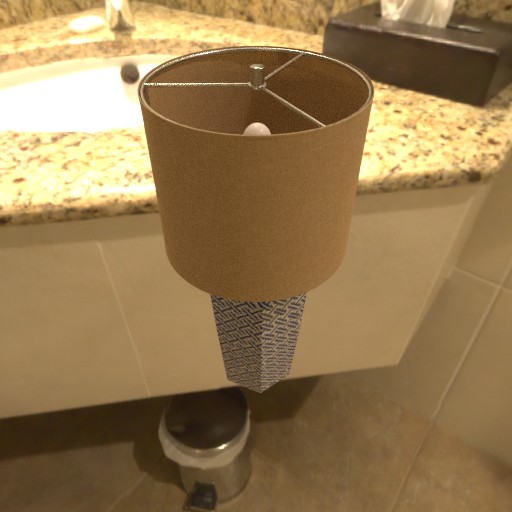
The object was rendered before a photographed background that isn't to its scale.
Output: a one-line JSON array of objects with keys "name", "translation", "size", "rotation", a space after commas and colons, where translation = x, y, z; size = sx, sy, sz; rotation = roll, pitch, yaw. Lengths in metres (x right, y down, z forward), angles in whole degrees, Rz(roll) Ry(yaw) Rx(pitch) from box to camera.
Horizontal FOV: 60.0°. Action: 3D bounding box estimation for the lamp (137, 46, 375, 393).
[{"name": "lamp", "translation": [0.000, 0.000, 0.822], "size": [0.320, 0.682, 0.320], "rotation": [0, 42, -1]}]
